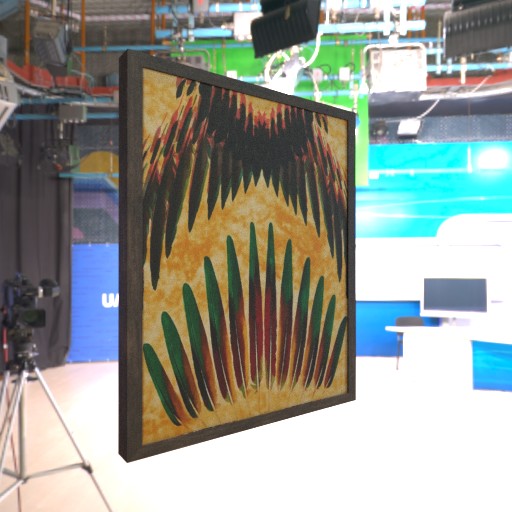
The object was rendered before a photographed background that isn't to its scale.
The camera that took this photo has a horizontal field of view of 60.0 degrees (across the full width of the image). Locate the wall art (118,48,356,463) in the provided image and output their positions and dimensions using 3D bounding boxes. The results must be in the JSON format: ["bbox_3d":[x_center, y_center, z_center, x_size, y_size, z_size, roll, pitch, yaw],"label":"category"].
[{"bbox_3d":[0.000,0.000,0.540,0.329,0.406,0.027,0,0,-36],"label":"wall art"}]
